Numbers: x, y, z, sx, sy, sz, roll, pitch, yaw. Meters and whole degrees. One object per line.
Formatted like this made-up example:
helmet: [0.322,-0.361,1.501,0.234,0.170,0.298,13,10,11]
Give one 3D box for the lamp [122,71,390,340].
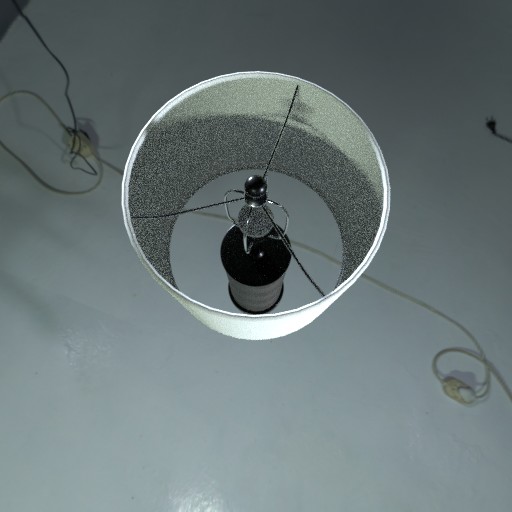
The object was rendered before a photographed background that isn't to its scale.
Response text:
lamp: [0.000,0.000,0.797,0.305,0.634,0.305,18,76,5]
